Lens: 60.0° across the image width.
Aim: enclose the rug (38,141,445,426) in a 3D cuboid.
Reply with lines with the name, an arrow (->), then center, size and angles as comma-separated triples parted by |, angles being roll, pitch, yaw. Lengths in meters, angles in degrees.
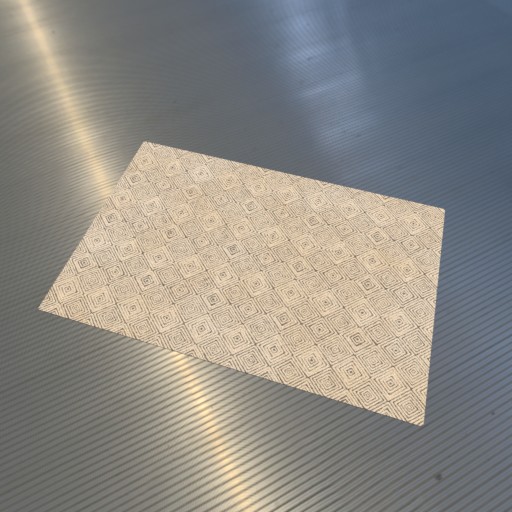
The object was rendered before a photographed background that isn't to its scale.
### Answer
rug -> 0.000, 0.000, 2.245 | 1.783, 0.008, 1.175 | 15, 59, 9
